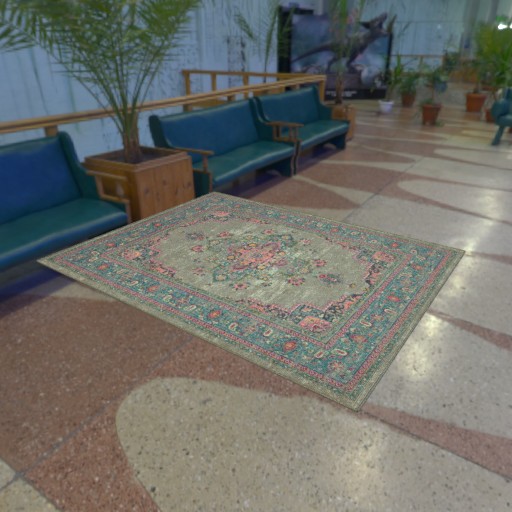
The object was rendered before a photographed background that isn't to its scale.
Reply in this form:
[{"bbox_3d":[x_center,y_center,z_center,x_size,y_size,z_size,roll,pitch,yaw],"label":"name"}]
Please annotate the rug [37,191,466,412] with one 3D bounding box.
[{"bbox_3d":[0.000,0.000,4.018,3.057,0.013,2.434,17,31,31],"label":"rug"}]
